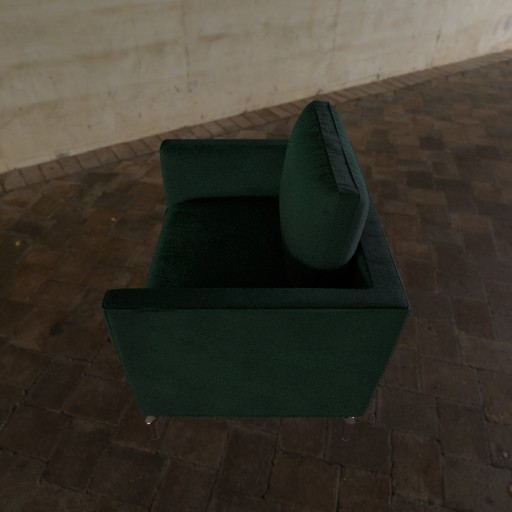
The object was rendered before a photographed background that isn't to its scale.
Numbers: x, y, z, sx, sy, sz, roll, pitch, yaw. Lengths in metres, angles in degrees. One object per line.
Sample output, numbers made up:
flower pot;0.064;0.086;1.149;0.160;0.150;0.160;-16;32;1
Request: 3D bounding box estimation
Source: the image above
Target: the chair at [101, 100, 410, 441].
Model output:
chair;0.000;0.000;1.745;0.852;0.997;1.047;0;40;0
